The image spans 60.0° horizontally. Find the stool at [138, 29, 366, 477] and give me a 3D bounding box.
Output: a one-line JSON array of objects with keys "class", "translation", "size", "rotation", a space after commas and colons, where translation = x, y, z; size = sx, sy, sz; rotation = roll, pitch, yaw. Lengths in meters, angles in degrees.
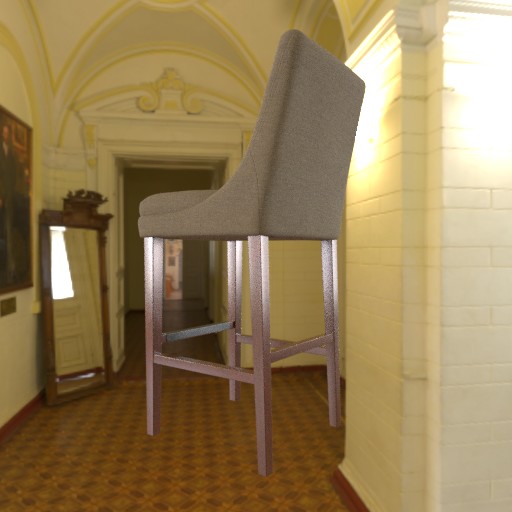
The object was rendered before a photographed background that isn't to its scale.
[{"class": "stool", "translation": [0.000, 0.000, 1.354], "size": [0.577, 1.078, 0.470], "rotation": [0, 0, 36]}]
